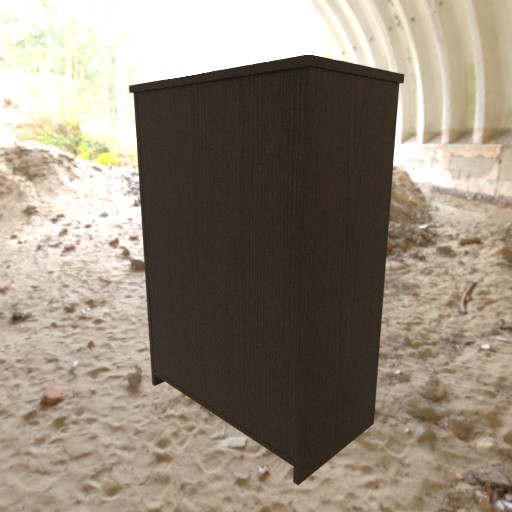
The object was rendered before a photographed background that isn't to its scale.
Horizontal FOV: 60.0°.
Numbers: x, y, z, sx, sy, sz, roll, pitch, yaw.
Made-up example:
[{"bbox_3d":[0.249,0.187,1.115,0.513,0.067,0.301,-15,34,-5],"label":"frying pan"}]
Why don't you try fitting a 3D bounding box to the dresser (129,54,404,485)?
[{"bbox_3d":[0.000,0.000,1.375,0.399,1.020,0.704,-14,20,-43],"label":"dresser"}]
